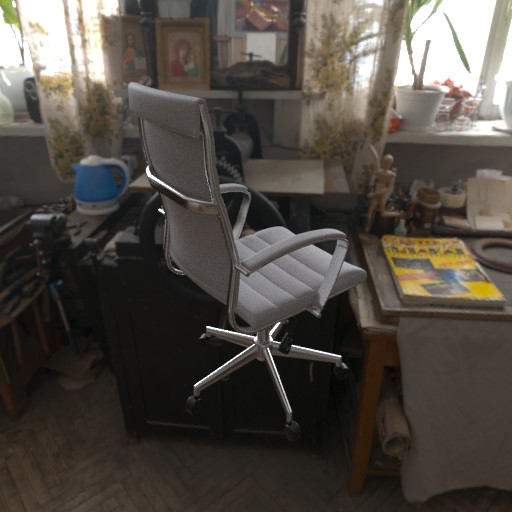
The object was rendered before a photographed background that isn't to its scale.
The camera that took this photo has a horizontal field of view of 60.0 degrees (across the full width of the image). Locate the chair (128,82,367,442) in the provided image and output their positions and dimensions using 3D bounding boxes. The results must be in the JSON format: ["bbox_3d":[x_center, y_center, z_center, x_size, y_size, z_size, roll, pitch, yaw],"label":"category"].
[{"bbox_3d":[0.000,0.000,1.566,0.667,1.149,0.679,-18,32,-31],"label":"chair"}]
